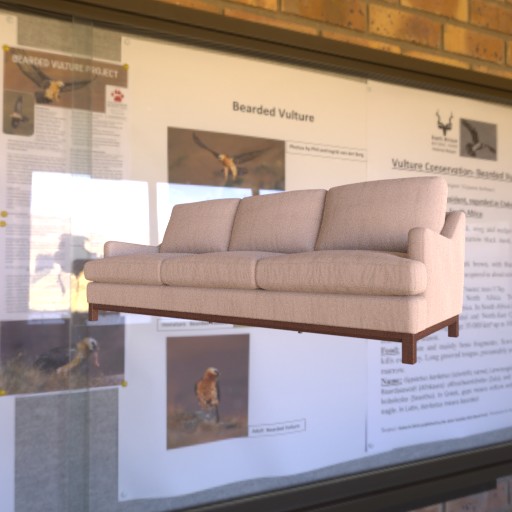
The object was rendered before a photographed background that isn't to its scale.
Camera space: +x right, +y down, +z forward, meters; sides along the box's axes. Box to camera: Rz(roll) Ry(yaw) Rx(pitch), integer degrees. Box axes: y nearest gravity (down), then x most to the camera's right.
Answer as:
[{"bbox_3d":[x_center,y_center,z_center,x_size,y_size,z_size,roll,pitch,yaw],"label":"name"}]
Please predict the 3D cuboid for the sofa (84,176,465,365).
[{"bbox_3d":[0.000,0.000,2.851,2.321,0.913,1.000,0,-1,36],"label":"sofa"}]
